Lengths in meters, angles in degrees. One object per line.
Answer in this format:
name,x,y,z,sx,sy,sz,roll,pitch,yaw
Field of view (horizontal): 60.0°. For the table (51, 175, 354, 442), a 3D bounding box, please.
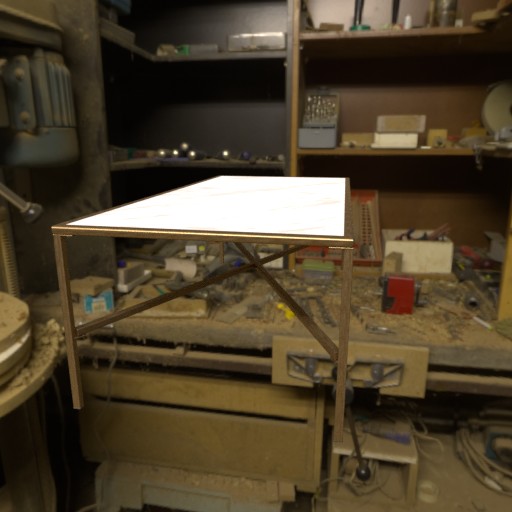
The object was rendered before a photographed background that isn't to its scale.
table,0.000,0.000,1.425,0.577,0.405,1.197,3,15,11
